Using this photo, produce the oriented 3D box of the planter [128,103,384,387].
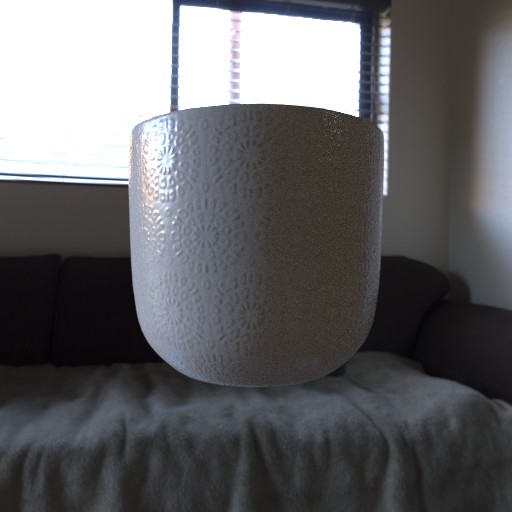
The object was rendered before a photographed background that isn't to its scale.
[{"bbox_3d":[0.000,0.000,0.375,0.208,0.190,0.208,0,1,0],"label":"planter"}]
